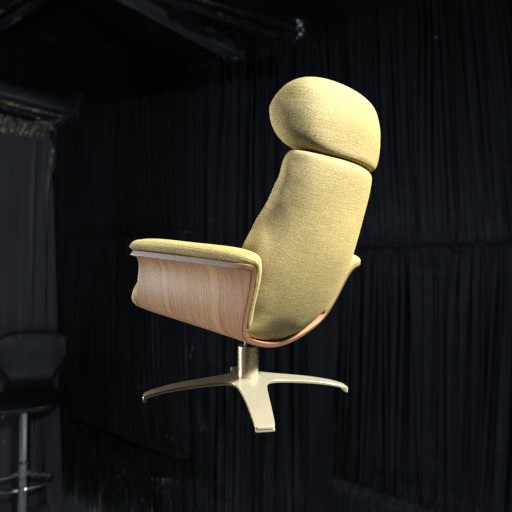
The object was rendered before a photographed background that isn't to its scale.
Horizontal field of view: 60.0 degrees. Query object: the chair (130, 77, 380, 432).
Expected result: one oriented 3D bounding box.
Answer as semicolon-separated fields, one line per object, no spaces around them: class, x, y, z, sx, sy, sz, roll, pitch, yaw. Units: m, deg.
chair;0.000;0.000;1.574;0.837;0.995;0.785;0;0;37
